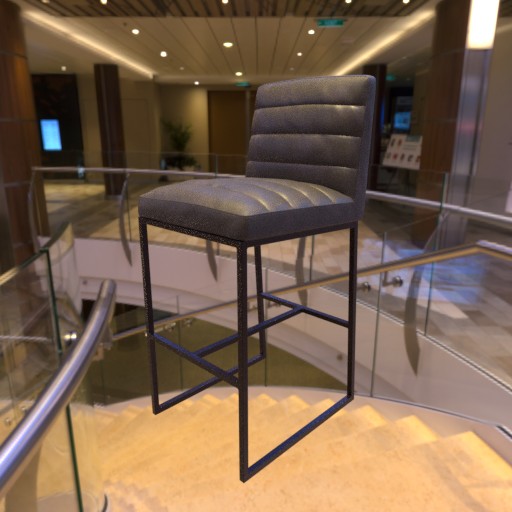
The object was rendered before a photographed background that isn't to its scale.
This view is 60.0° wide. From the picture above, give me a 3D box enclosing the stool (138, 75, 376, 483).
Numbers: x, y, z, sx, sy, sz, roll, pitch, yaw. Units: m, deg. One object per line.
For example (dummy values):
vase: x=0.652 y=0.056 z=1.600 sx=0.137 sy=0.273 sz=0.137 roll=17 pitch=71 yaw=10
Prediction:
stool: x=0.000 y=0.000 z=1.368 sx=0.463 sy=1.065 sz=0.562 roll=15 pitch=22 yaw=42
